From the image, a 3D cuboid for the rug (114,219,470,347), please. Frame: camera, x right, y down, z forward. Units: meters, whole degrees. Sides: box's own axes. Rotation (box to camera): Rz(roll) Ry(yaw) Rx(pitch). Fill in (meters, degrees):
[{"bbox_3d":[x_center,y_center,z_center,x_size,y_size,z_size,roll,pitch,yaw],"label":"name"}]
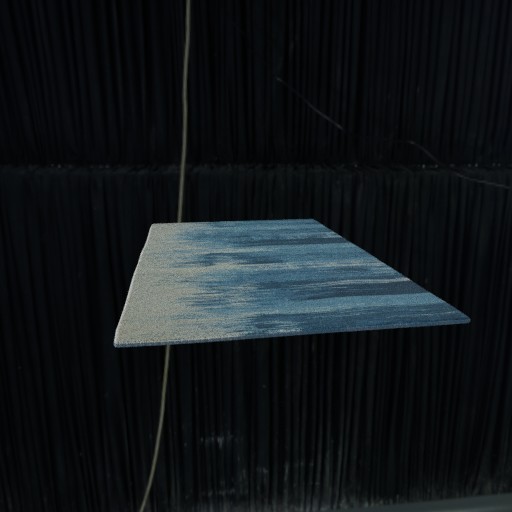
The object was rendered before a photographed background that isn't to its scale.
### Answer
[{"bbox_3d":[0.000,0.000,2.985,1.540,0.027,2.450,-2,15,-9],"label":"rug"}]
